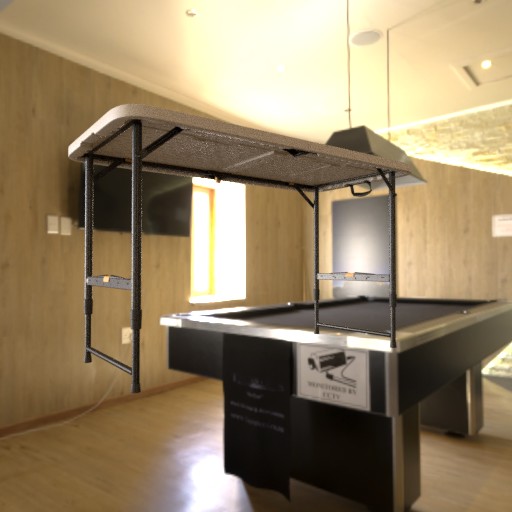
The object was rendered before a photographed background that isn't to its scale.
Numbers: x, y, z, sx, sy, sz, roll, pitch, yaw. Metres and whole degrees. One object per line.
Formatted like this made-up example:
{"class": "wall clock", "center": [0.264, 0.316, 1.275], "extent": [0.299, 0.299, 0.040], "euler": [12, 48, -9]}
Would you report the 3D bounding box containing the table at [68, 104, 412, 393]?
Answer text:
{"class": "table", "center": [0.000, 0.000, 1.676], "extent": [1.245, 0.737, 0.611], "euler": [1, -2, -36]}
